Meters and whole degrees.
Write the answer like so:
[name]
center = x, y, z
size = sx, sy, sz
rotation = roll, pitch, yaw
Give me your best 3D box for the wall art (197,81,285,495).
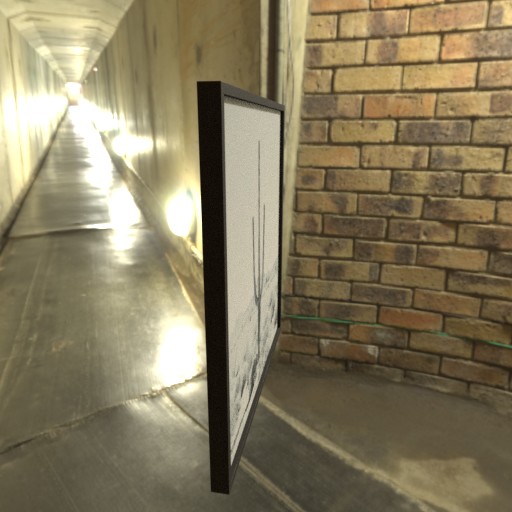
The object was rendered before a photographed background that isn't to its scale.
[wall art]
center = 0.000, 0.000, 1.131
size = 0.038, 0.762, 0.762
rotation = 3, 16, 10
